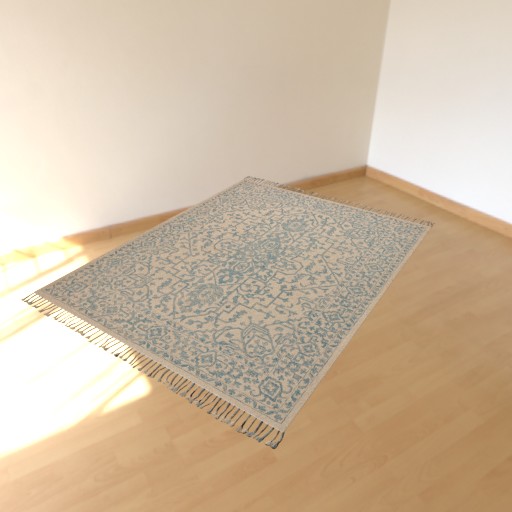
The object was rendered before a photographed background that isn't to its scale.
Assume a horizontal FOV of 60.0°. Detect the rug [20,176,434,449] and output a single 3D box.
[{"bbox_3d":[0.000,0.000,4.201,2.464,0.010,3.327,19,36,28],"label":"rug"}]
